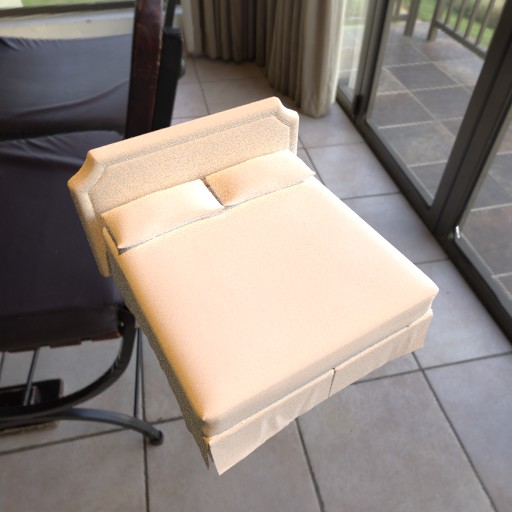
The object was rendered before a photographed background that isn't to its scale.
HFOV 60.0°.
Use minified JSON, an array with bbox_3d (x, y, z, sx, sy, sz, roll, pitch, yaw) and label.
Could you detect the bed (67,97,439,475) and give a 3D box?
[{"bbox_3d":[0.000,0.000,3.502,2.160,1.301,2.204,-24,51,-21],"label":"bed"}]
